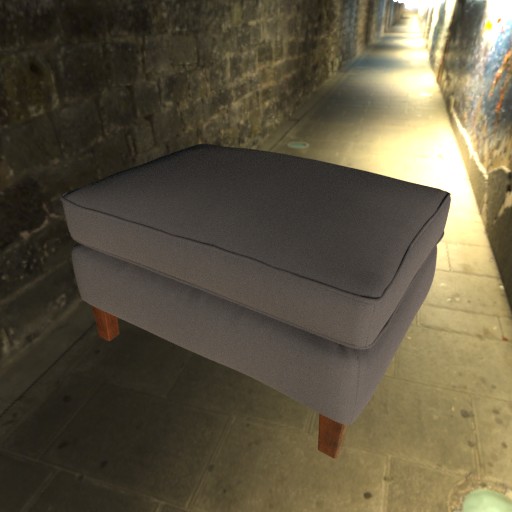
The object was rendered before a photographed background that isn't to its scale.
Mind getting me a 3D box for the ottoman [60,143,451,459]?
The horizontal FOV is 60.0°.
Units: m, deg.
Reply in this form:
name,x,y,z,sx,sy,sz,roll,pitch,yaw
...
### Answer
name,x,y,z,sx,sy,sz,roll,pitch,yaw
ottoman,0.000,0.000,0.972,0.686,0.406,0.508,18,34,28
